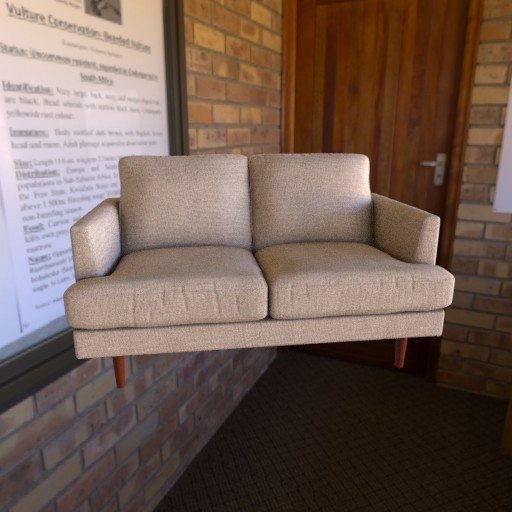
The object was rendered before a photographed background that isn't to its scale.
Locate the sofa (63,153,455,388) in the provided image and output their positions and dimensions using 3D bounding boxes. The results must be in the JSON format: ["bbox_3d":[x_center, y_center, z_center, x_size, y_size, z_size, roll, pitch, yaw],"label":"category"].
[{"bbox_3d":[0.000,0.000,2.156,1.582,0.944,0.903,-2,16,-7],"label":"sofa"}]
